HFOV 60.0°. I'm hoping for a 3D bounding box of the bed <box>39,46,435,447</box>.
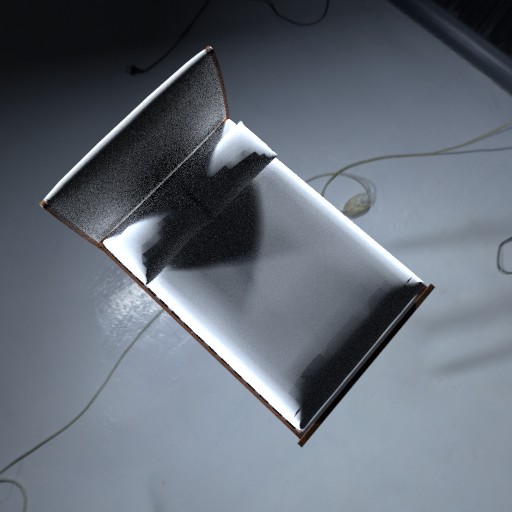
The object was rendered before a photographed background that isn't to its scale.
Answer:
[{"bbox_3d":[0.000,0.000,3.362,2.380,1.250,1.612,42,81,8],"label":"bed"}]
